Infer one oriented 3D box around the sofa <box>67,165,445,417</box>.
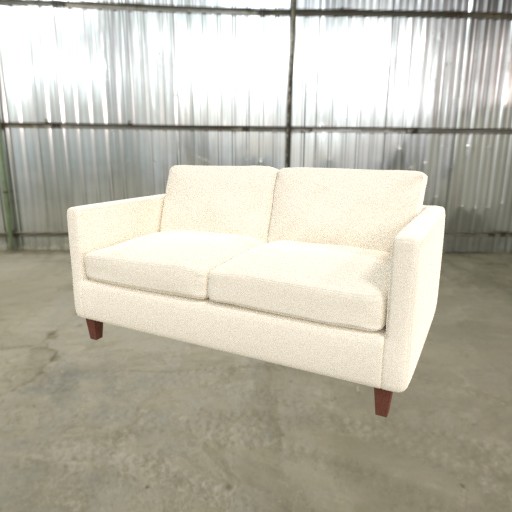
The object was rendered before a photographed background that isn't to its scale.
[{"bbox_3d":[0.000,0.000,2.277,1.702,0.888,0.964,7,15,27],"label":"sofa"}]
